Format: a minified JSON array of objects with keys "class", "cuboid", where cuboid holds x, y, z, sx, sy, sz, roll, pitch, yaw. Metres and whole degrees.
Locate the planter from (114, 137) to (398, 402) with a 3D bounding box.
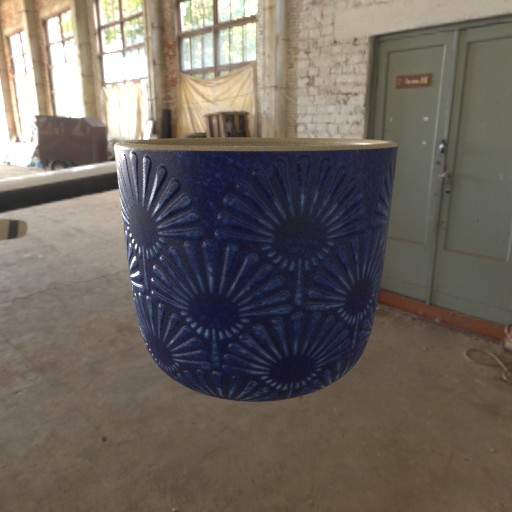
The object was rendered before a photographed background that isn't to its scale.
[{"class":"planter","cuboid":[0.000,0.000,0.217,0.124,0.109,0.124,0,16,0]}]
